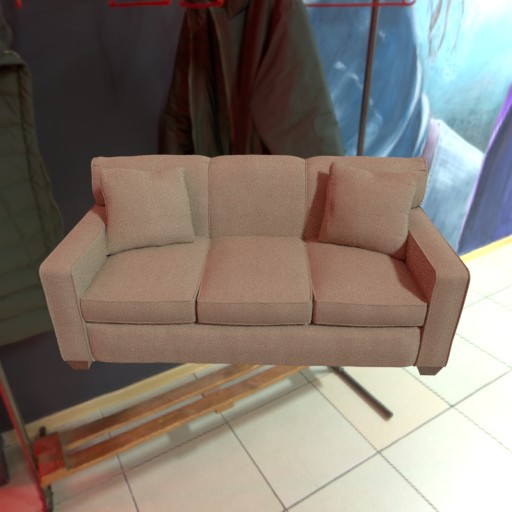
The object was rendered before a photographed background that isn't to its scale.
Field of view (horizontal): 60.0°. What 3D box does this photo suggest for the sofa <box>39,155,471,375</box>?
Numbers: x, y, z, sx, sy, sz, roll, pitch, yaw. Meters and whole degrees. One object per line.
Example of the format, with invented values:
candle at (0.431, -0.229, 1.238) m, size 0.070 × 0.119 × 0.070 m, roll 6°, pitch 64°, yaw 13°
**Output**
sofa at (0.000, 0.000, 2.512) m, size 2.024 × 0.958 × 0.997 m, roll 1°, pitch 29°, yaw 1°
